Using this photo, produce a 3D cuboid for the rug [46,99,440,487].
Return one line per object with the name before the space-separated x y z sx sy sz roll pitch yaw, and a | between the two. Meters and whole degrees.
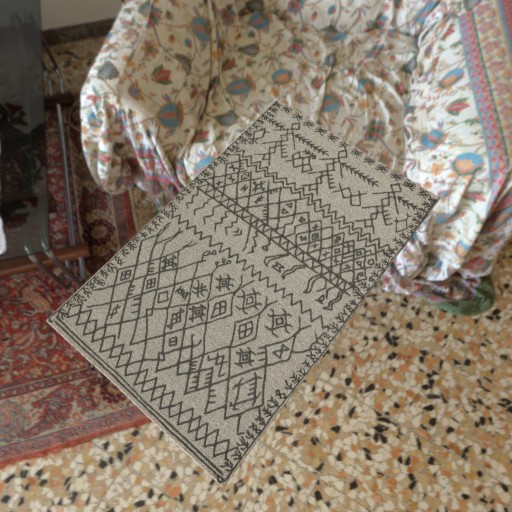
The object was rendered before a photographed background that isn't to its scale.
rug | 0.000 0.000 4.811 2.393 0.019 3.824 37 71 15
